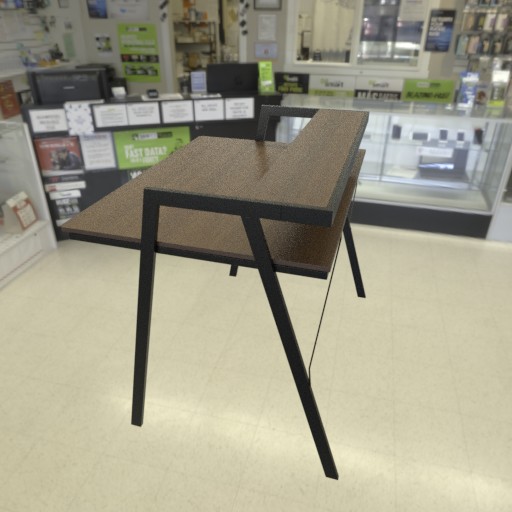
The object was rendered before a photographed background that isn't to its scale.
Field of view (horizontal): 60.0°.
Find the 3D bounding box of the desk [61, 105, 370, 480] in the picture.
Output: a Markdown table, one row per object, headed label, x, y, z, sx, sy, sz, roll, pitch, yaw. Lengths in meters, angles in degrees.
| label | x | y | z | sx | sy | sz | roll | pitch | yaw |
| --- | --- | --- | --- | --- | --- | --- | --- | --- | --- |
| desk | 0.000 | 0.000 | 1.869 | 0.936 | 0.998 | 1.143 | 9 | 31 | 14 |
